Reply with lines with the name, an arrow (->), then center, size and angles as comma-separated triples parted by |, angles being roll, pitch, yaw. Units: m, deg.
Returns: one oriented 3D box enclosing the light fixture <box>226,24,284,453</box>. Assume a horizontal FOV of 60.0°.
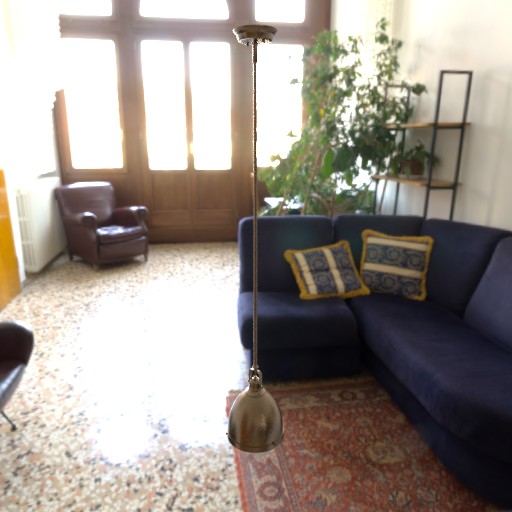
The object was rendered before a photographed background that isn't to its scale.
light fixture -> 0.000, 0.000, 1.471 | 0.211, 1.367, 0.217 | -14, 20, -42
